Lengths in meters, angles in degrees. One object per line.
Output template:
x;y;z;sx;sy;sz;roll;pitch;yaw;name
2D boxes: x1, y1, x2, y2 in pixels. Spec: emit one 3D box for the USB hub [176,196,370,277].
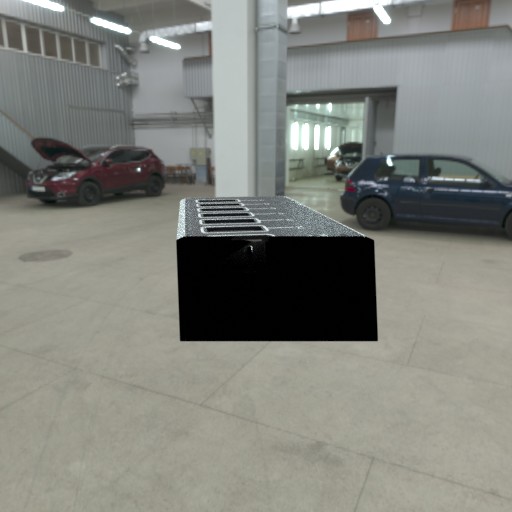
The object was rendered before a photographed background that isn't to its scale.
0.000;0.000;0.130;0.044;0.023;0.110;-2;14;-9;USB hub
